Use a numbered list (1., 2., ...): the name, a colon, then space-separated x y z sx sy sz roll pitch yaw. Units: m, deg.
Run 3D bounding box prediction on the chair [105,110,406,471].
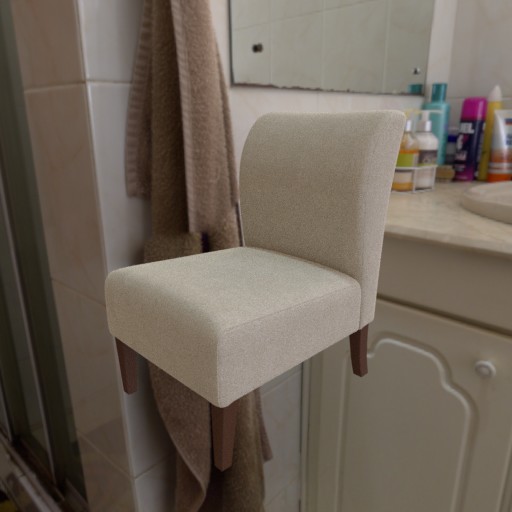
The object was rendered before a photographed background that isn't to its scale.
1. chair: 0.000 0.000 1.326 0.754 0.833 0.521 -16 24 -42
